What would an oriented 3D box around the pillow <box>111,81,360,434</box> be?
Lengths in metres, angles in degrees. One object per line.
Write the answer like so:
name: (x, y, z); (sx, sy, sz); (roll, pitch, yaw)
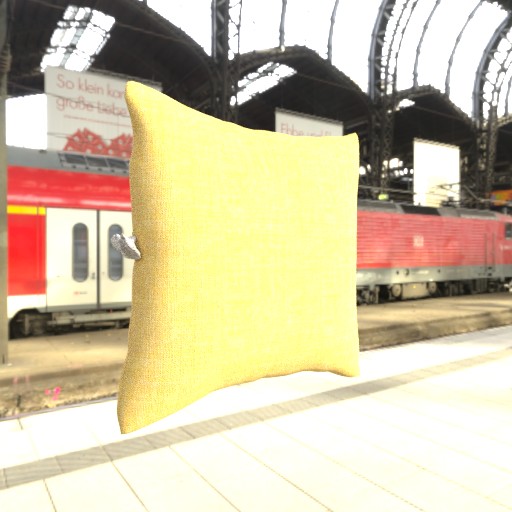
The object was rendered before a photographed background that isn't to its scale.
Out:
pillow: (0.000, 0.000, 0.752); (0.485, 0.481, 0.167); (0, 1, -36)
